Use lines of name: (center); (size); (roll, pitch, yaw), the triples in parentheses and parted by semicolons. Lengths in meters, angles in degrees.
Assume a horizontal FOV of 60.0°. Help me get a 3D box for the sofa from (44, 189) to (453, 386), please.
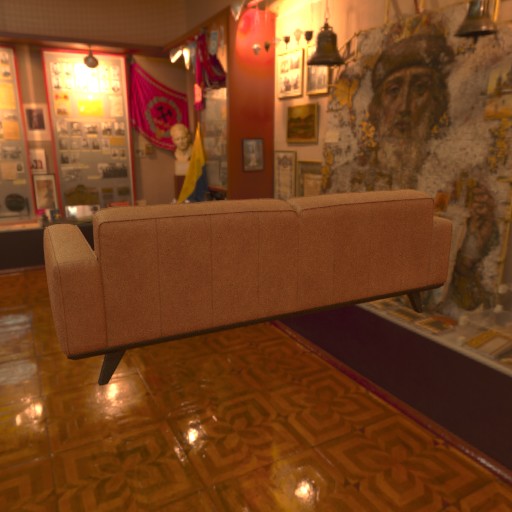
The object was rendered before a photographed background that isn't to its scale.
sofa: (0.000, 0.000, 2.652); (2.270, 0.780, 0.953); (-7, 16, -26)
